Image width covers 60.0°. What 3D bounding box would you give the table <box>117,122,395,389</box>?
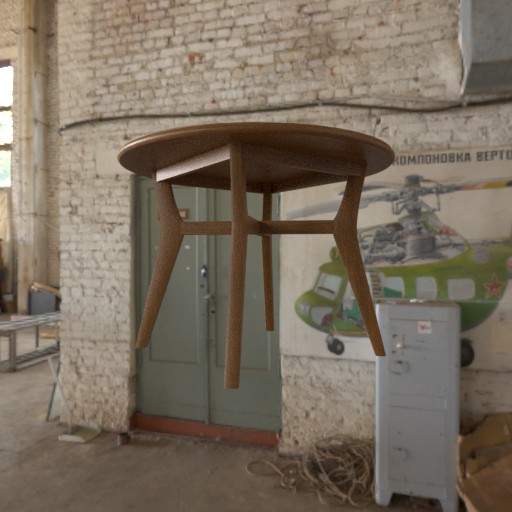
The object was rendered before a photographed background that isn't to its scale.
[{"bbox_3d":[0.000,0.000,1.763,1.055,0.757,1.055,0,0,0],"label":"table"}]
